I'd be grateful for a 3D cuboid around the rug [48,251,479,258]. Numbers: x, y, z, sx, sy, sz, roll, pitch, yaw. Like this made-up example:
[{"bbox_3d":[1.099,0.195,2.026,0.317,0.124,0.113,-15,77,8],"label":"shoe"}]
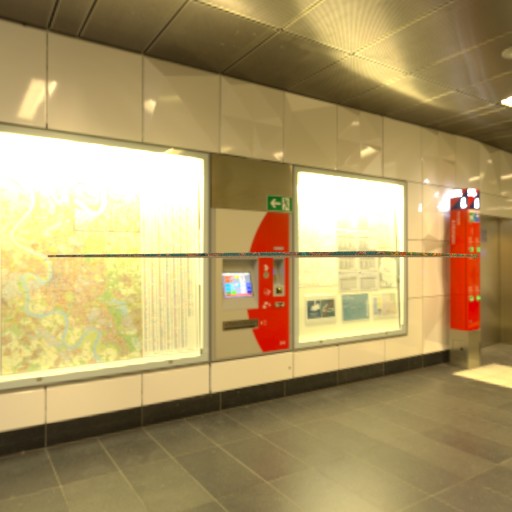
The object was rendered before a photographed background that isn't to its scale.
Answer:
[{"bbox_3d":[0.000,0.000,2.819,2.290,0.016,1.527,0,-1,38],"label":"rug"}]
